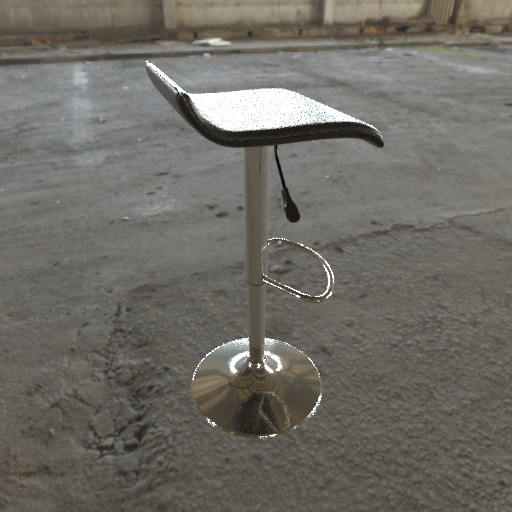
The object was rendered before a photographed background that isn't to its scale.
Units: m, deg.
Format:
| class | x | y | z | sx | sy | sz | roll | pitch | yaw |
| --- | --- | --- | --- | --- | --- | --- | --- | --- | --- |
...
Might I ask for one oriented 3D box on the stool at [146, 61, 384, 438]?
| class | x | y | z | sx | sy | sz | roll | pitch | yaw |
| --- | --- | --- | --- | --- | --- | --- | --- | --- | --- |
| stool | 0.000 | 0.000 | 1.073 | 0.381 | 0.851 | 0.381 | -10 | 32 | -17 |
